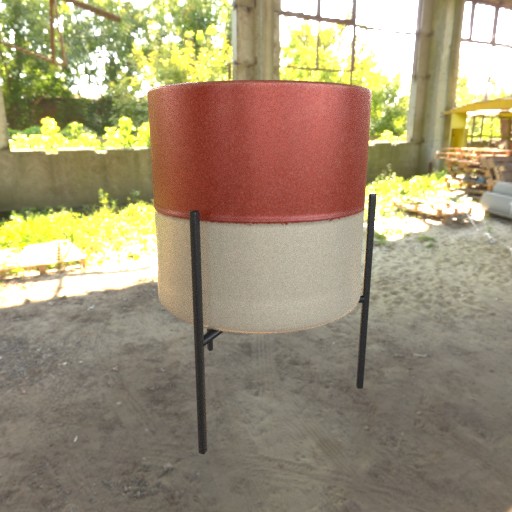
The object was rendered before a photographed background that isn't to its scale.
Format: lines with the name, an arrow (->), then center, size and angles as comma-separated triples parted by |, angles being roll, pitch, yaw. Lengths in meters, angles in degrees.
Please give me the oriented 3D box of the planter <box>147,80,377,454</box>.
planter -> 0.000, 0.000, 0.509 | 0.235, 0.354, 0.251 | 8, 17, 26
